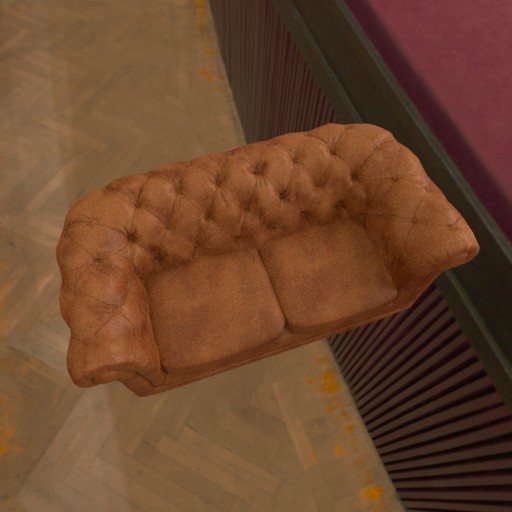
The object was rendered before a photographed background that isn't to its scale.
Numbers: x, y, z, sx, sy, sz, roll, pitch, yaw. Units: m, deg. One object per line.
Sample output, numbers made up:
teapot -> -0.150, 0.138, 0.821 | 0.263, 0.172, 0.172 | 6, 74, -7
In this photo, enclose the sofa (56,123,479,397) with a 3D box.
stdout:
sofa -> 0.000, 0.000, 2.504 | 1.979, 0.877, 1.042 | -17, 63, -9
